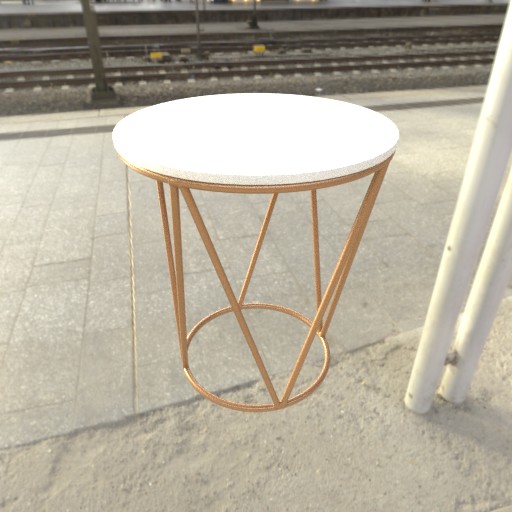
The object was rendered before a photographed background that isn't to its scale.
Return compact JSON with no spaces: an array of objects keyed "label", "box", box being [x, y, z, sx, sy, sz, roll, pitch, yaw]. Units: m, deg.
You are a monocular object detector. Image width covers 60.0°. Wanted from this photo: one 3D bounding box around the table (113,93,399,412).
[{"label":"table","box":[0.000,0.000,0.949,0.500,0.564,0.500,0,32,0]}]
